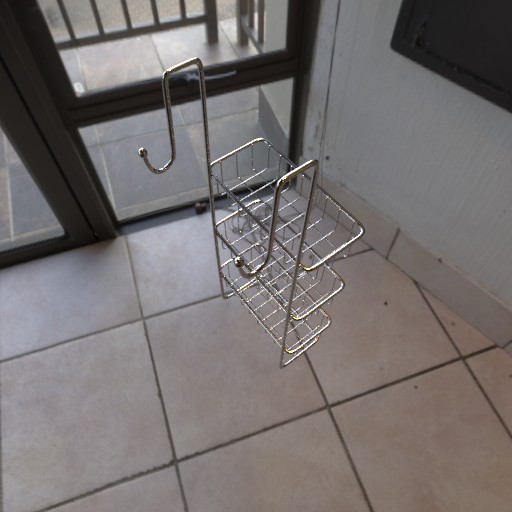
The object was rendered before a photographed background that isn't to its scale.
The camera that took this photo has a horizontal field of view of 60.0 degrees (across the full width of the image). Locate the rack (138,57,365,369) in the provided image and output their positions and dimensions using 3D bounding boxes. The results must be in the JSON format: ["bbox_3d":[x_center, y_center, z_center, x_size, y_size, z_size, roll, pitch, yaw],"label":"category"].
[{"bbox_3d":[0.000,0.000,0.683,0.202,0.574,0.228,-33,63,-19],"label":"rack"}]
